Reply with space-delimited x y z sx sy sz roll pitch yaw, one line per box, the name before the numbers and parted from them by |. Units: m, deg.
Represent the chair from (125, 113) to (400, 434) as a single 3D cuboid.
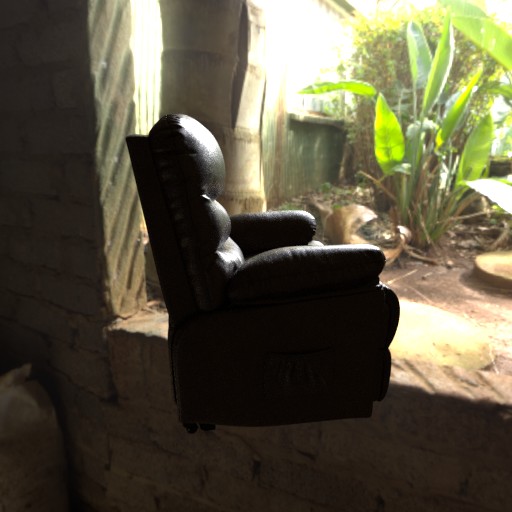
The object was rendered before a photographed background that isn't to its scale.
chair | 0.000 0.000 1.744 0.879 1.041 0.940 -3 15 -11
